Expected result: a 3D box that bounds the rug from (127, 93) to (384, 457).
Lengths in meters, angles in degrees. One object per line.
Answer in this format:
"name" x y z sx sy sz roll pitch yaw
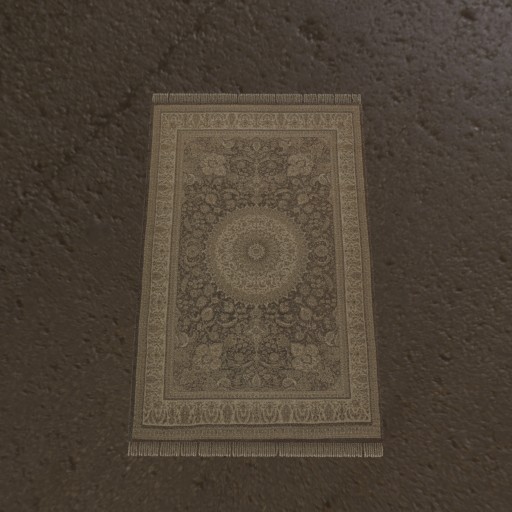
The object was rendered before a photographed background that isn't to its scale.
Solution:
"rug" 0.000 0.000 2.917 1.528 0.010 2.440 0 75 0
